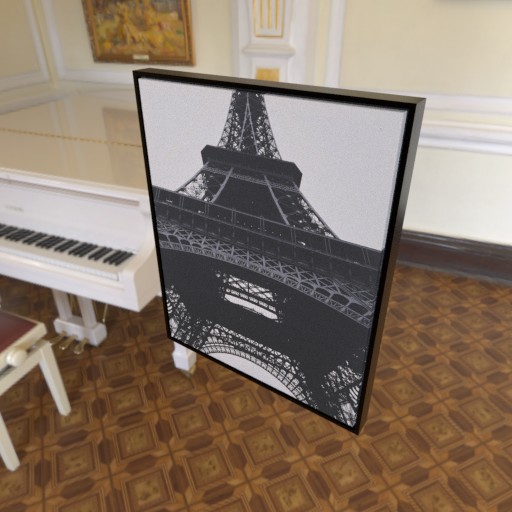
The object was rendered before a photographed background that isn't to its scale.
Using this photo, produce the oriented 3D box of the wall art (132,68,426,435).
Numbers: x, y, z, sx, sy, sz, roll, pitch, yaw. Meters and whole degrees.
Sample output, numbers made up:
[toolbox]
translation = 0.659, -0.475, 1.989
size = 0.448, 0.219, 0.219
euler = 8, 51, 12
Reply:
[wall art]
translation = 0.000, 0.000, 0.748
size = 0.451, 0.553, 0.039
euler = 19, 35, 29
